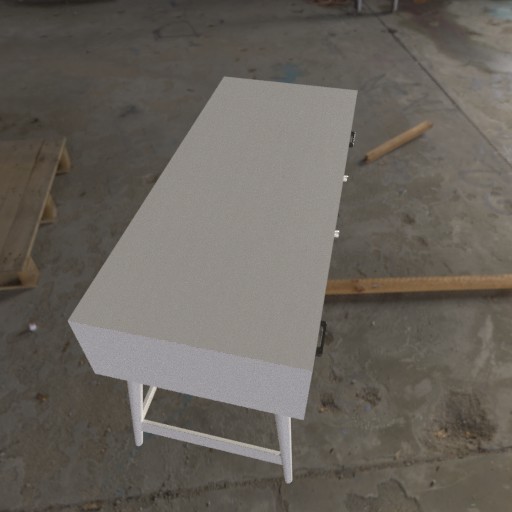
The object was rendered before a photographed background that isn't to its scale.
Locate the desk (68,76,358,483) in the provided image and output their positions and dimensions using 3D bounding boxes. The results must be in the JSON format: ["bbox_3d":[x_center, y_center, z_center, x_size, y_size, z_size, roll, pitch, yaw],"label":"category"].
[{"bbox_3d":[0.000,0.000,1.696,0.589,0.762,1.313,10,47,9],"label":"desk"}]
